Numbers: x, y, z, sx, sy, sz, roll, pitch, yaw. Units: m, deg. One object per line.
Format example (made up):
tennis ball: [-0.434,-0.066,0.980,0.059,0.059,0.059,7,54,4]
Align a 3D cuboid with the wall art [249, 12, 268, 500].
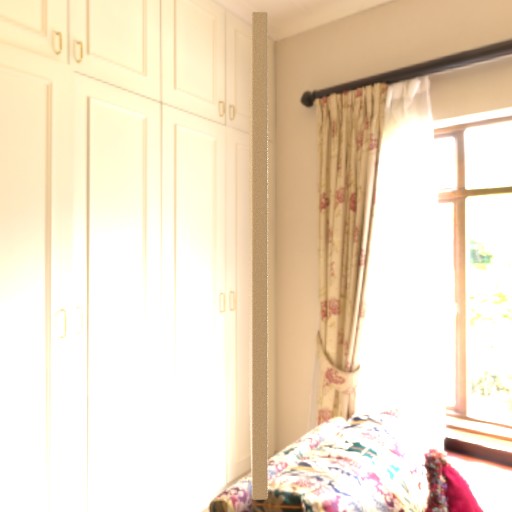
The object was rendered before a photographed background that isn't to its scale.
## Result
wall art: [0.000,0.000,1.476,0.038,1.183,0.808,0,0,-1]
